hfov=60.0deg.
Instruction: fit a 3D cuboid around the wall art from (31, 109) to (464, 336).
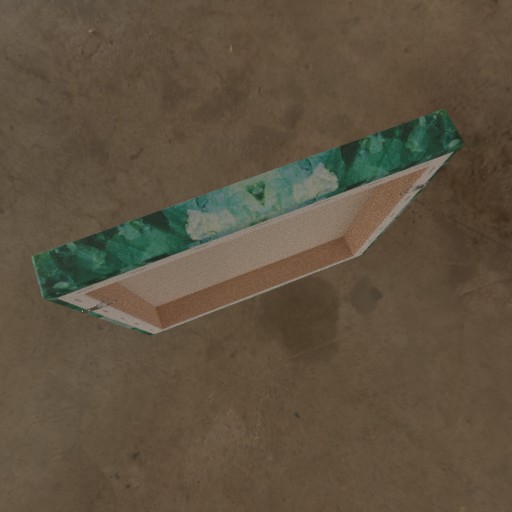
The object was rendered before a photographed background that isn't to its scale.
[{"bbox_3d":[0.000,0.000,0.459,0.313,0.313,0.033,-21,76,-5],"label":"wall art"}]
